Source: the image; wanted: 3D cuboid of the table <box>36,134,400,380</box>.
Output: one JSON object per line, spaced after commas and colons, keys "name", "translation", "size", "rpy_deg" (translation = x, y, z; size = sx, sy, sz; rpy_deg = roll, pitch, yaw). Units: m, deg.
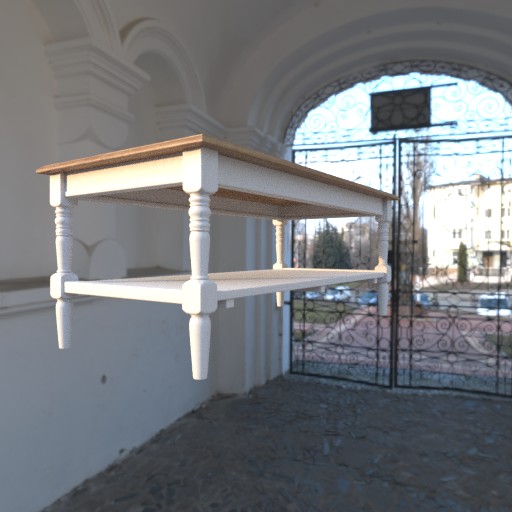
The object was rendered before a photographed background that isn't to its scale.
{"name": "table", "translation": [0.000, 0.000, 1.406], "size": [0.559, 0.458, 1.118], "rpy_deg": [1, 1, 35]}
